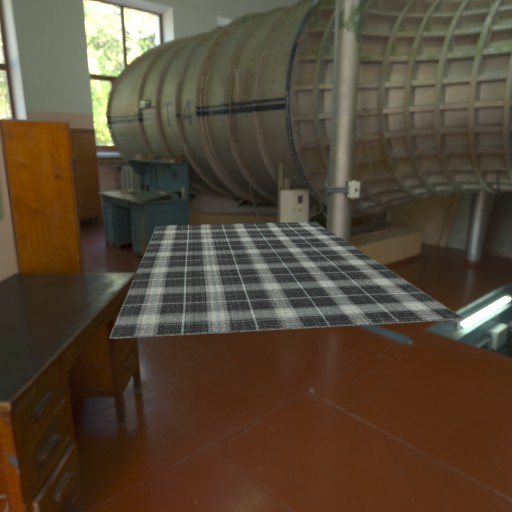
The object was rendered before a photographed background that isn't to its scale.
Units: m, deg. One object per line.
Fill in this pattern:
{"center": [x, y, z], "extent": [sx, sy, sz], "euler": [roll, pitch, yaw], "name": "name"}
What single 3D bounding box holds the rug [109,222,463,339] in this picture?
{"center": [0.000, 0.000, 3.016], "extent": [1.520, 0.015, 2.434], "euler": [-2, 15, -8], "name": "rug"}
